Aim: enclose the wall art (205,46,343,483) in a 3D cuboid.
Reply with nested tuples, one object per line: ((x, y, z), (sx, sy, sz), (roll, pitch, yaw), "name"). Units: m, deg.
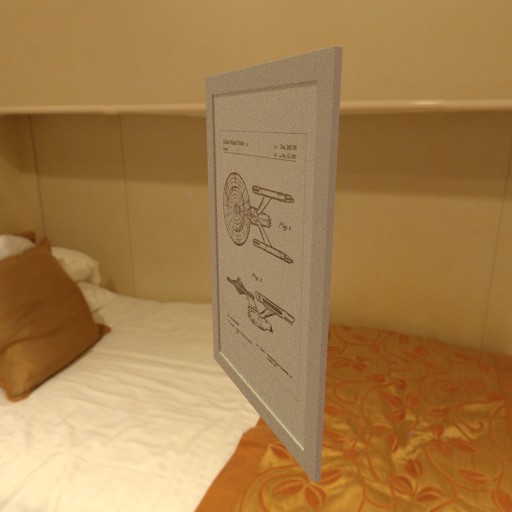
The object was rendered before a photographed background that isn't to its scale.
((0.000, 0.000, 0.831), (0.011, 0.659, 0.454), (-8, 19, -25), "wall art")
